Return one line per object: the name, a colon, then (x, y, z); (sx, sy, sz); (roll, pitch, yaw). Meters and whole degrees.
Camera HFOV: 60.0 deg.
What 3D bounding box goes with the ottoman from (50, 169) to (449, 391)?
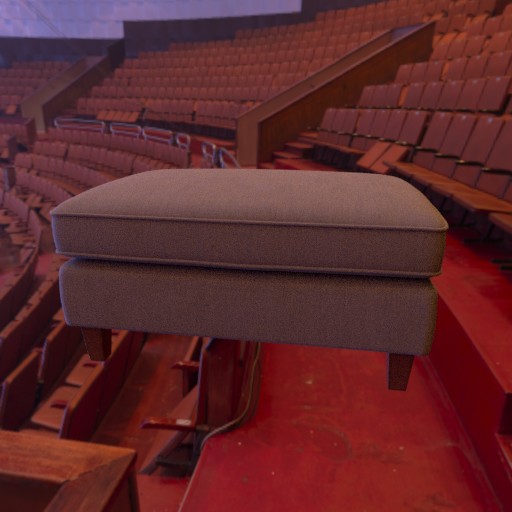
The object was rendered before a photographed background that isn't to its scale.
ottoman: (0.000, 0.000, 1.328); (0.941, 0.480, 0.636); (3, 19, 9)
